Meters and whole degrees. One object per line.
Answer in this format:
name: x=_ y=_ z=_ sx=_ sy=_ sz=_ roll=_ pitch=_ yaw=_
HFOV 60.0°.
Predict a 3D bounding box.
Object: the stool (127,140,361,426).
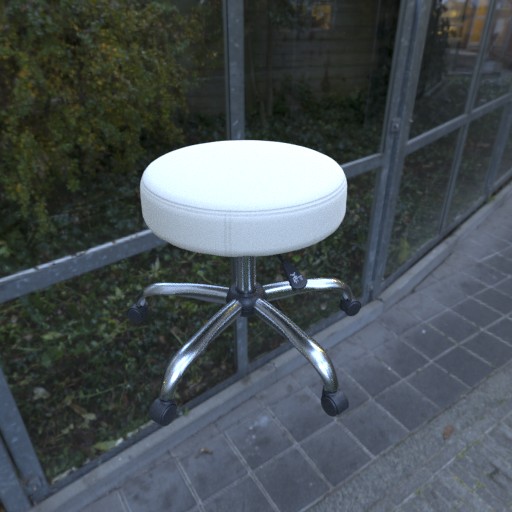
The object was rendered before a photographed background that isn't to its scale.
stool: x=0.000 y=0.000 z=1.042 sx=0.614 sy=0.482 sz=0.634 roll=-11 pitch=31 yaw=-18
